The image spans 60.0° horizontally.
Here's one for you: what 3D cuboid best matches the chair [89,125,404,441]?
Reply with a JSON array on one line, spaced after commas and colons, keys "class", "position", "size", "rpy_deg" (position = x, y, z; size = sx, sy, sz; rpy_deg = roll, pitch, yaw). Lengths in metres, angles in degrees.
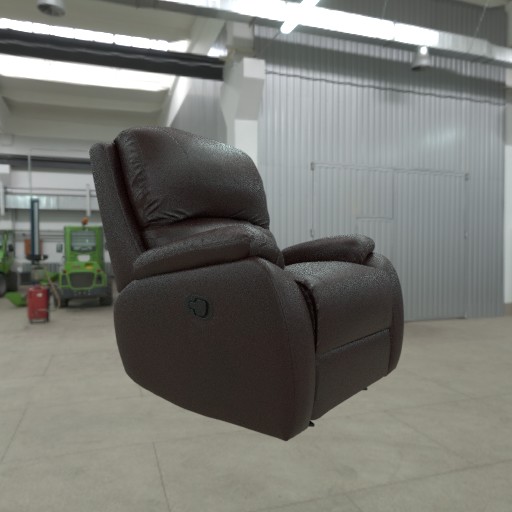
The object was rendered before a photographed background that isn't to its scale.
[{"class": "chair", "position": [0.000, 0.000, 1.710], "size": [0.899, 1.011, 0.930], "rpy_deg": [1, 2, 36]}]
